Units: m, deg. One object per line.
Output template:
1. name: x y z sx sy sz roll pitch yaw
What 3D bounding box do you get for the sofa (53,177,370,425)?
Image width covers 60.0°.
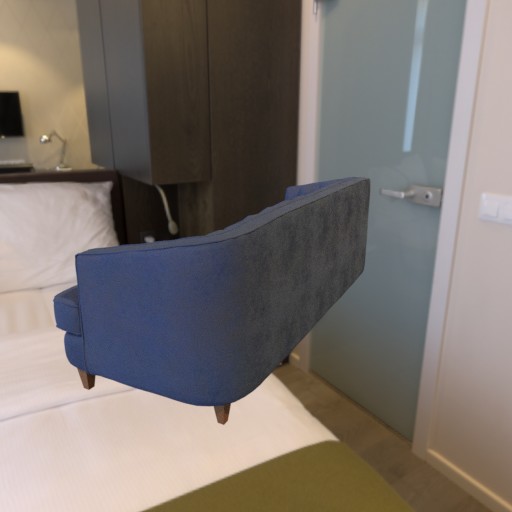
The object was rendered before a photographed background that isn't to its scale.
1. sofa: 0.000 0.000 2.742 0.941 0.855 2.278 9 19 27
